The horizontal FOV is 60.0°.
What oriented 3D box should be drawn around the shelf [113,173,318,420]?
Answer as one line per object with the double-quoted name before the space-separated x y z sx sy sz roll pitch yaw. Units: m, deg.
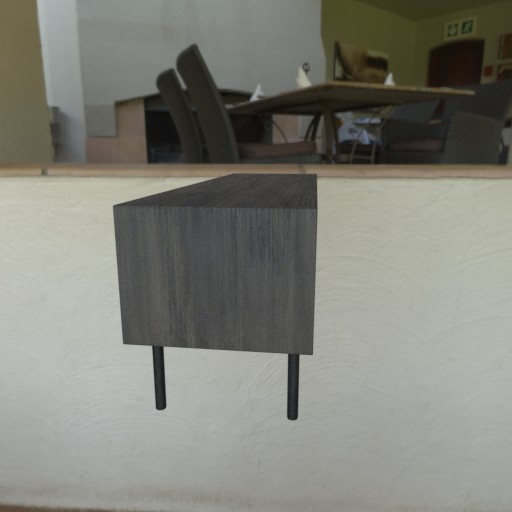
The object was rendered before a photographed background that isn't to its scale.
"shelf" 0.000 0.000 1.520 0.400 0.495 1.300 2 13 7
